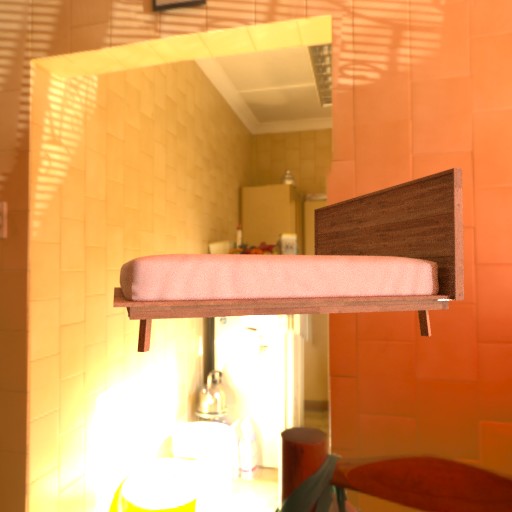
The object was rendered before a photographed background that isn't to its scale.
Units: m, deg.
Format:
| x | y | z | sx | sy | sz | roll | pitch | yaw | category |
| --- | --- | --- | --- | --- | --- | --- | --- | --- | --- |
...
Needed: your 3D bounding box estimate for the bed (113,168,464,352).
| x | y | z | sx | sy | sz | roll | pitch | yaw | category |
| --- | --- | --- | --- | --- | --- | --- | --- | --- | --- |
| 0.000 | 0.000 | 3.559 | 2.167 | 1.100 | 2.116 | 1 | -2 | -18 | bed |
